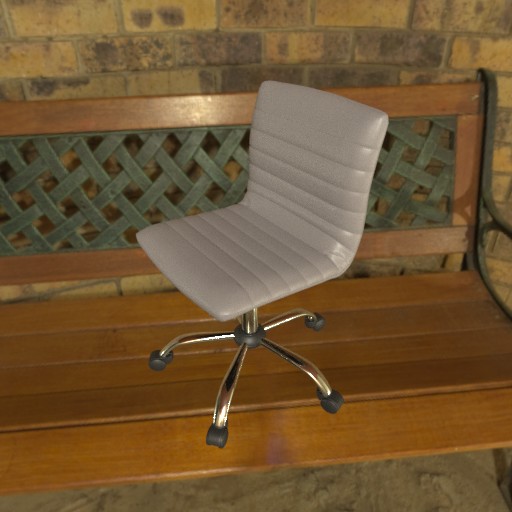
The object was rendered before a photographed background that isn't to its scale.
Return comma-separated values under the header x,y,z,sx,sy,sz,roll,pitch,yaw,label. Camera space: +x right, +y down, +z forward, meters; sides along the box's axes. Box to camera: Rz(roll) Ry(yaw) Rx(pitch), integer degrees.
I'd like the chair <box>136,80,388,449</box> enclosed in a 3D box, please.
x,y,z,sx,sy,sz,roll,pitch,yaw,label
0.000,0.000,1.118,0.542,0.750,0.569,-22,39,-30,chair
